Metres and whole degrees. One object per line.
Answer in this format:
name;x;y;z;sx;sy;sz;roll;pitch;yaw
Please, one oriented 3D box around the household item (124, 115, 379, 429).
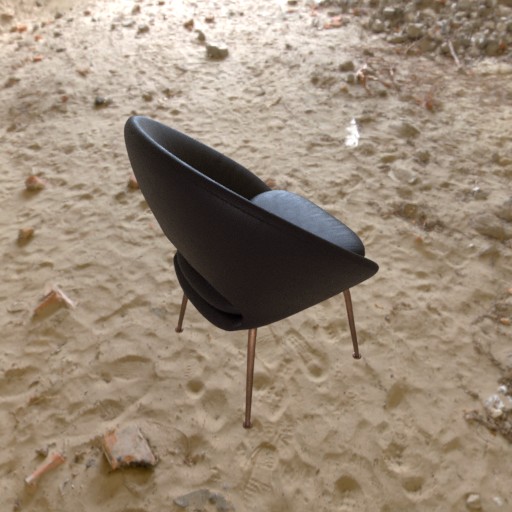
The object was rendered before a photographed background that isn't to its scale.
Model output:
household item;0.000;0.000;1.261;0.573;0.852;0.623;-24;45;-26
